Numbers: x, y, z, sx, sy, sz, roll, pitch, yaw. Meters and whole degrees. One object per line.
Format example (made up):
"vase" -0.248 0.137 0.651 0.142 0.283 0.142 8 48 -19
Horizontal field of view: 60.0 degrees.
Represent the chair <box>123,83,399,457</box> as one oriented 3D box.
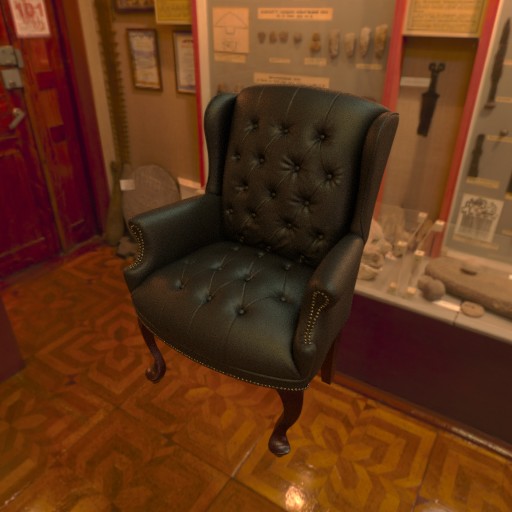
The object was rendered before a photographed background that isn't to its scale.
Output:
"chair" 0.000 0.000 1.626 0.838 1.111 0.762 19 35 29
